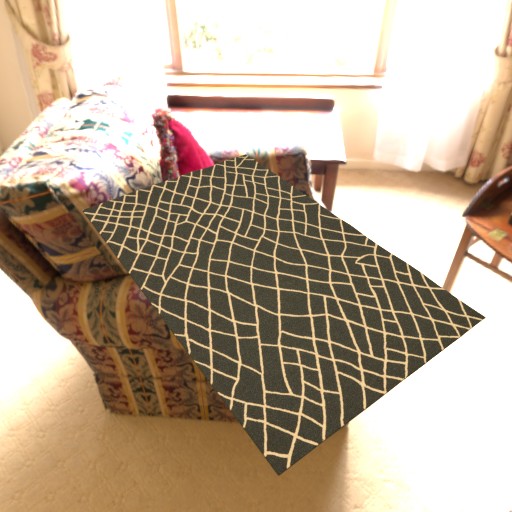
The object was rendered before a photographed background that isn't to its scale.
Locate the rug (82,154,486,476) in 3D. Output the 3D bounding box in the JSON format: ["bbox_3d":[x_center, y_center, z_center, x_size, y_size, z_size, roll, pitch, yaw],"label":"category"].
[{"bbox_3d":[0.000,0.000,2.979,1.529,0.017,2.448,-25,47,-26],"label":"rug"}]
